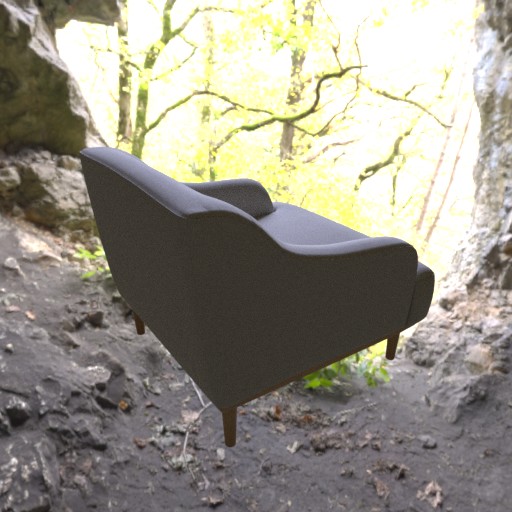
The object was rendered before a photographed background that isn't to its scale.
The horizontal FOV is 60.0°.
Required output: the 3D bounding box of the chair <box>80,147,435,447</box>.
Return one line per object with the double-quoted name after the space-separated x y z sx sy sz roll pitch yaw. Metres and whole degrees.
0.000 0.000 1.649 0.951 0.818 0.946 -18 31 -31 "chair"
